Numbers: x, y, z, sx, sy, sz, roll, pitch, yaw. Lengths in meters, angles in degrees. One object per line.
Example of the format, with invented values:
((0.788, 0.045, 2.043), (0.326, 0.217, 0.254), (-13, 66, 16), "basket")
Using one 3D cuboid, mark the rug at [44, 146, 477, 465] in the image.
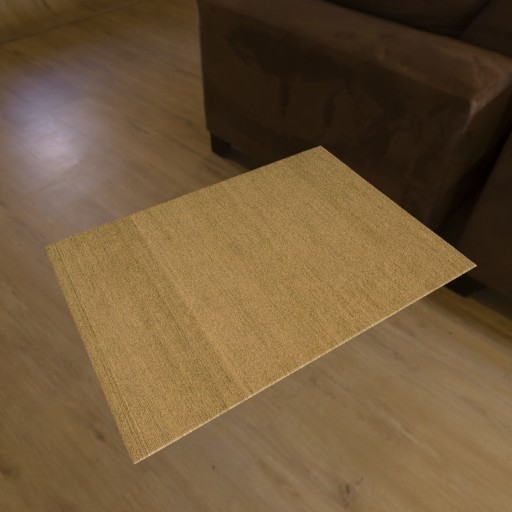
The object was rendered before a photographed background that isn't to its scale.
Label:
((0.000, 0.000, 4.926), (3.935, 0.025, 2.782), (-24, 51, -21), "rug")
